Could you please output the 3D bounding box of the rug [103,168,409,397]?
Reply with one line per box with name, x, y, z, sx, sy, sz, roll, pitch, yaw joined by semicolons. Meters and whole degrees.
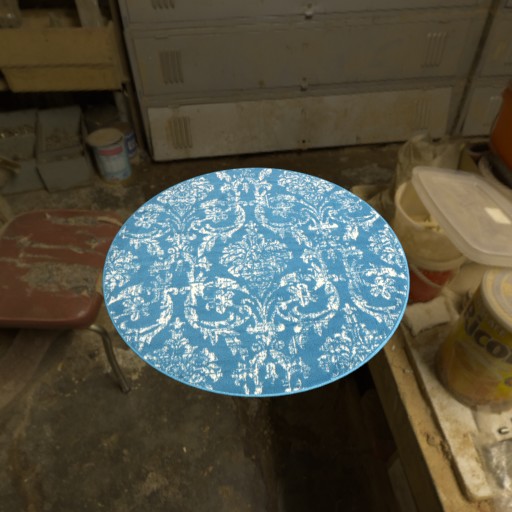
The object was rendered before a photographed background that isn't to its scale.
rug;0.000;0.000;2.365;1.593;0.012;1.593;0;46;0
